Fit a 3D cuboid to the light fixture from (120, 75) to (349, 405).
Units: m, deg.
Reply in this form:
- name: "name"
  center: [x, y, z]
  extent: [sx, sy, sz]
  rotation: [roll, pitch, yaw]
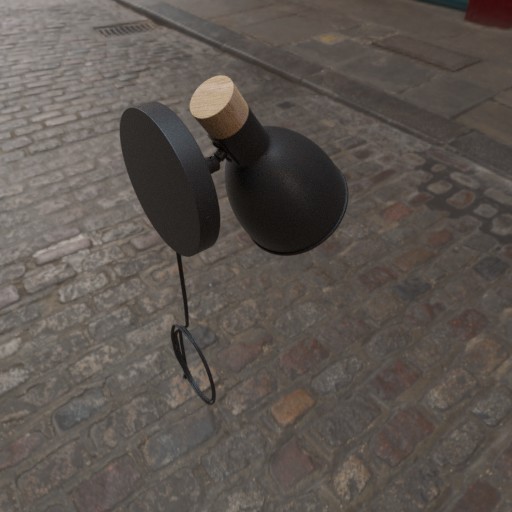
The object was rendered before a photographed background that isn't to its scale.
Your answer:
- name: "light fixture"
  center: [0.000, 0.000, 0.490]
  extent: [0.203, 0.401, 0.127]
  rotation: [-27, 48, -27]
